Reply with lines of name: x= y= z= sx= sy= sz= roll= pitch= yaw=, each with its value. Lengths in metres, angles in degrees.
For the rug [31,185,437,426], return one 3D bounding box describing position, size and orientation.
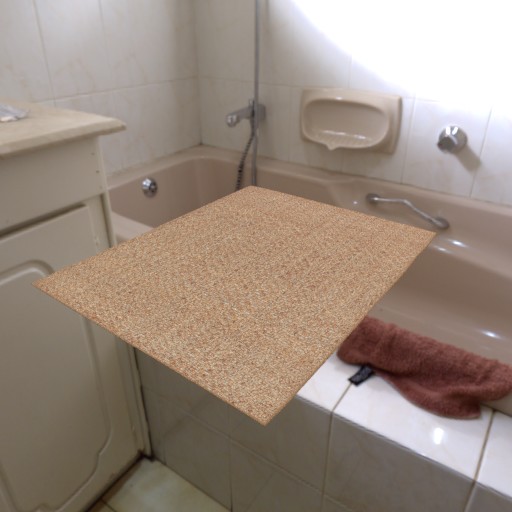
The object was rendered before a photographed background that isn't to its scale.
rug: x=0.000 y=0.000 z=4.120 sx=2.439 sy=0.013 sz=3.048 roll=20 pitch=34 yaw=32
